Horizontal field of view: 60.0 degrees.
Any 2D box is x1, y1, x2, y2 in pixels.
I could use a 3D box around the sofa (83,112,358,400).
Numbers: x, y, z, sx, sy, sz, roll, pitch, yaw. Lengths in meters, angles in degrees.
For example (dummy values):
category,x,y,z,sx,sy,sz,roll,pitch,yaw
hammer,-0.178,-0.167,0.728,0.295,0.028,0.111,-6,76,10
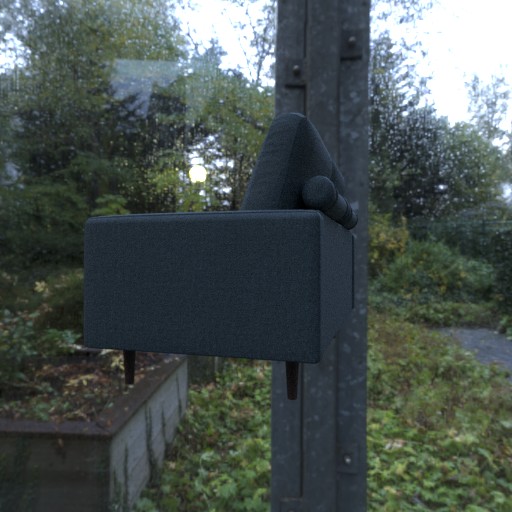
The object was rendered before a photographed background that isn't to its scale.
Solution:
category,x,y,z,sx,sy,sz,roll,pitch,yaw
sofa,0.000,0.000,2.009,0.842,0.907,1.407,0,0,17
